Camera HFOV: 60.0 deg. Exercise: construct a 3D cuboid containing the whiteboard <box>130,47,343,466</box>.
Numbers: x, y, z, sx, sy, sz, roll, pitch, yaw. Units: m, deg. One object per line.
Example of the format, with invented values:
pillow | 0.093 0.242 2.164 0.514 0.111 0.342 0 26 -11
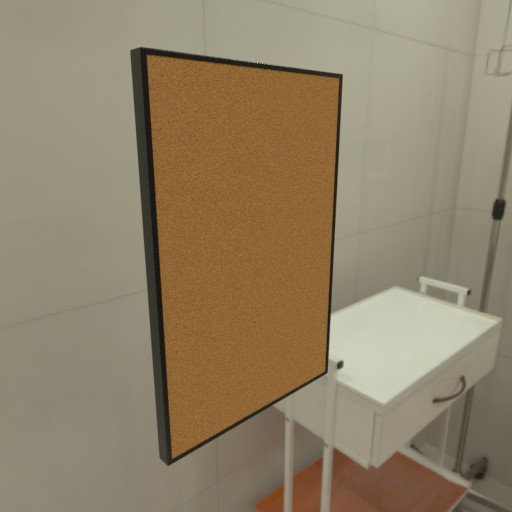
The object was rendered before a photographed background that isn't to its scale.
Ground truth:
whiteboard | 0.000 0.000 0.761 0.406 0.611 0.026 -15 22 -41
